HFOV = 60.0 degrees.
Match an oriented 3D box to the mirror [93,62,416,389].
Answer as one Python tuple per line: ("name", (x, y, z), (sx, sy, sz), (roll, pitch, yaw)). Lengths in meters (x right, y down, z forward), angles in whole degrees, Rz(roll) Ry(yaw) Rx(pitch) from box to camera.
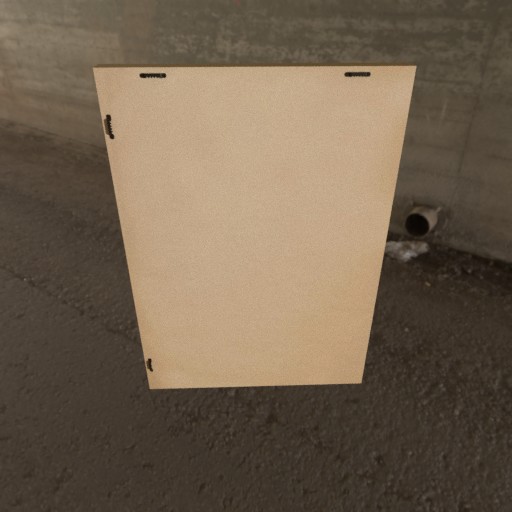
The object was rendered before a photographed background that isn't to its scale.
("mirror", (0.000, 0.000, 0.889), (0.507, 0.710, 0.040), (-1, 31, -2))
